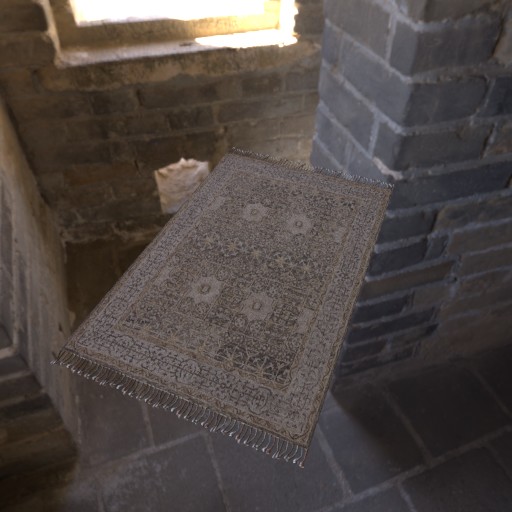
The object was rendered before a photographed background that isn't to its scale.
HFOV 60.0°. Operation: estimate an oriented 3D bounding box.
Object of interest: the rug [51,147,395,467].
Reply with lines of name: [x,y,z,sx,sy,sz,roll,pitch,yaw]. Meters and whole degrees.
rug: [0.000,0.000,2.546,1.237,0.010,2.029,16,47,16]
